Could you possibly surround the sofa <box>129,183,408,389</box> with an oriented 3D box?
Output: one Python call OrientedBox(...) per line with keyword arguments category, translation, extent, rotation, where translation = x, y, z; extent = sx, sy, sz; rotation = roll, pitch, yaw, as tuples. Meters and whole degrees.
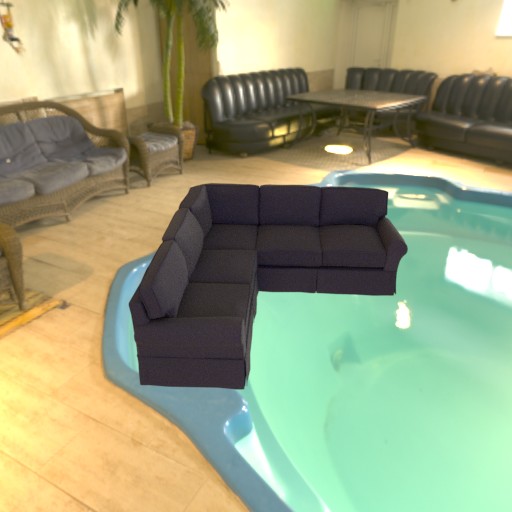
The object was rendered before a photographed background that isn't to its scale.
OrientedBox(category="sofa", translation=(0.000, 0.000, 5.194), extent=(2.874, 1.169, 3.773), rotation=(17, 32, 31))
